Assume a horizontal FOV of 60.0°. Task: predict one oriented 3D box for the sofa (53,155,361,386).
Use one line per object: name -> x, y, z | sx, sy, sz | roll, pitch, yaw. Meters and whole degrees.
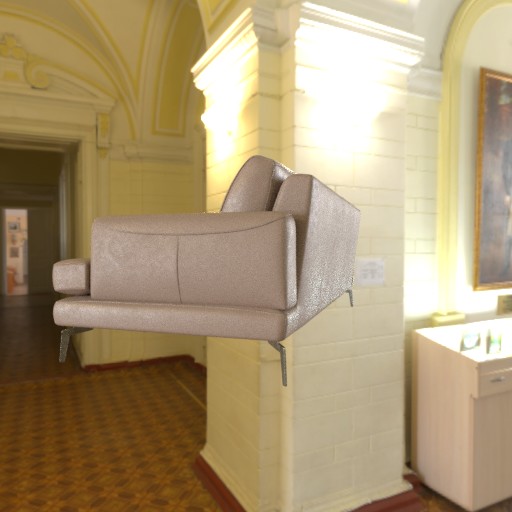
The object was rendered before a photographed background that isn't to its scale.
sofa -> 0.000, 0.000, 2.404 | 0.974, 0.765, 1.940 | 1, 2, 19
